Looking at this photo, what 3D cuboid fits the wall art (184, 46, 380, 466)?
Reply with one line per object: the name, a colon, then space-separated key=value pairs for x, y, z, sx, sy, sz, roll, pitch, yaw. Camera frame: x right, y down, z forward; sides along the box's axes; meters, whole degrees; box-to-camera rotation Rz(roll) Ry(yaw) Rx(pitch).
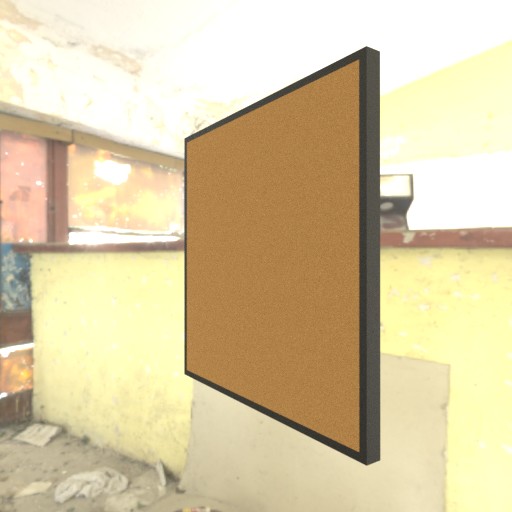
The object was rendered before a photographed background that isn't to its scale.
wall art: x=0.000 y=0.000 z=1.129 sx=0.038 sy=0.763 sz=0.763 roll=0 pitch=0 yaw=-35
